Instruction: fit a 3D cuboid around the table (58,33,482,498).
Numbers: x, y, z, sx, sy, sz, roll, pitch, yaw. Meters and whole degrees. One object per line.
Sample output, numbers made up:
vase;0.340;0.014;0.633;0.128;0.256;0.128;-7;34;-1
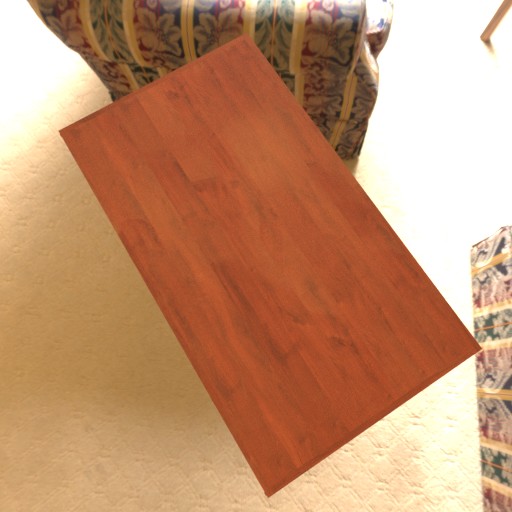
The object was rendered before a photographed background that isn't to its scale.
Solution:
table;0.000;0.000;1.353;0.610;0.457;1.067;-31;77;-8
